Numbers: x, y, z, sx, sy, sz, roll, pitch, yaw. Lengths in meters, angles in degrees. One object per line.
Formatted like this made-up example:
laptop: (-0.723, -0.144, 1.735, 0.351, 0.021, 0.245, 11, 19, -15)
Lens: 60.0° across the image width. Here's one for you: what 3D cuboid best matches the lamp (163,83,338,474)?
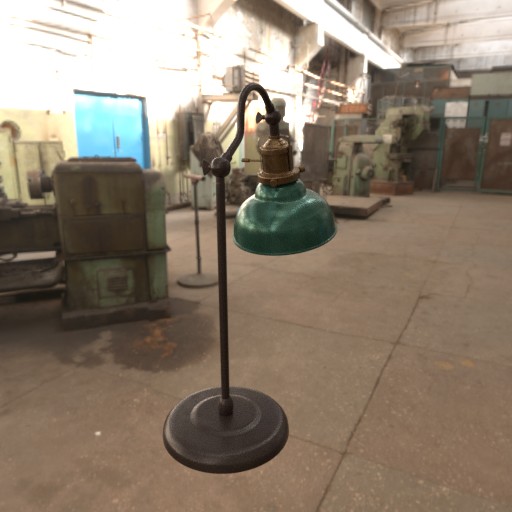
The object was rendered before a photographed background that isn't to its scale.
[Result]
lamp: (0.000, 0.000, 0.694, 0.192, 0.508, 0.374, 8, 17, 29)
